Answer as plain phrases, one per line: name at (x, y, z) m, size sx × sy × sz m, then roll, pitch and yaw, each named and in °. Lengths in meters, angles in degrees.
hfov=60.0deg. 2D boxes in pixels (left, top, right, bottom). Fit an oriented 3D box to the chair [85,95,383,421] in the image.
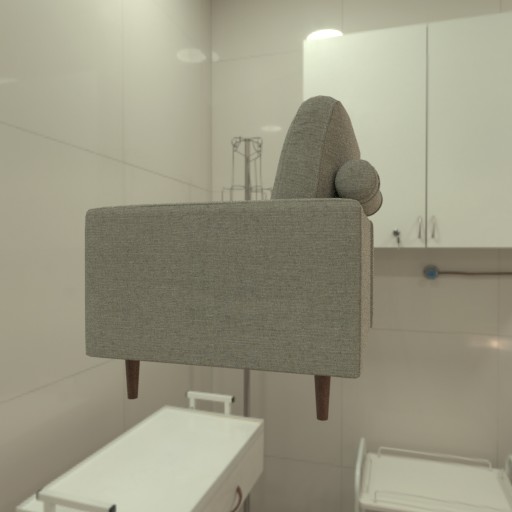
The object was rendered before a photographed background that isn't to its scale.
chair at (0.000, 0.000, 1.545) m, size 0.843 × 0.880 × 0.821 m, roll 0°, pitch 1°, yaw 17°
